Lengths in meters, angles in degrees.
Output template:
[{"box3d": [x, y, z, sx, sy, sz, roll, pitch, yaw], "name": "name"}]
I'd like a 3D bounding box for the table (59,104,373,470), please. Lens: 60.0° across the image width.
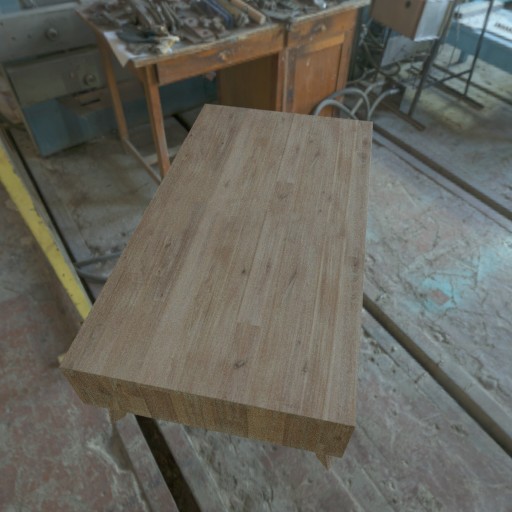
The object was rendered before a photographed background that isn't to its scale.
[{"box3d": [0.000, 0.000, 2.032, 0.918, 0.531, 1.619, 9, 49, 8], "name": "table"}]
